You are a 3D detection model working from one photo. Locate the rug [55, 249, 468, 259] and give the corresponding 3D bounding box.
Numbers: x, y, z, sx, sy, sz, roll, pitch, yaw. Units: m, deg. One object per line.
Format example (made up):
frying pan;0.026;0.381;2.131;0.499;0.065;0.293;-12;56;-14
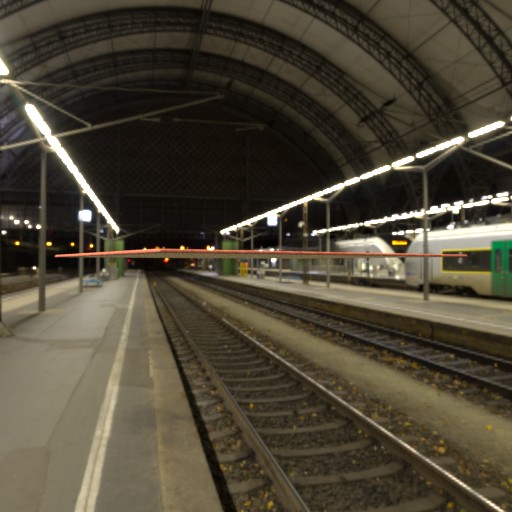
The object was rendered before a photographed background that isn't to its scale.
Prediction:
rug;0.000;0.000;4.096;2.976;0.018;2.430;1;-1;-36
